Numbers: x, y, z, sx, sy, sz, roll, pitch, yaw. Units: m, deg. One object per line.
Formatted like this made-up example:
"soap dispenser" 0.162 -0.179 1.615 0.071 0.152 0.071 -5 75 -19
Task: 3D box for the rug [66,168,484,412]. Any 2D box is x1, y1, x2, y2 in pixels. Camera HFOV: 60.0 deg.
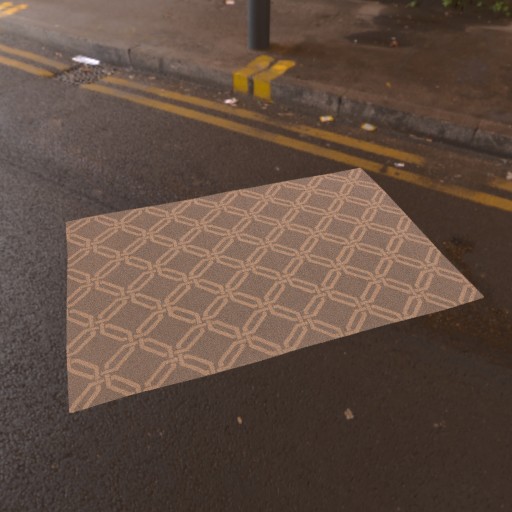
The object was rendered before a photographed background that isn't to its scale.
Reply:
"rug" 0.000 0.000 2.144 1.754 0.010 1.148 -12 44 -13
